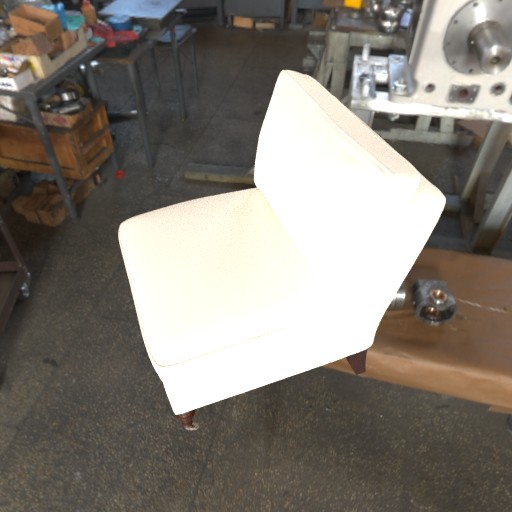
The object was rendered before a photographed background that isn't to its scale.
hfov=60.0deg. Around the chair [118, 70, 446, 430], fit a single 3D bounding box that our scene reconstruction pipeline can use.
[{"bbox_3d":[0.000,0.000,1.395,0.781,0.887,0.630,-15,47,-15],"label":"chair"}]
